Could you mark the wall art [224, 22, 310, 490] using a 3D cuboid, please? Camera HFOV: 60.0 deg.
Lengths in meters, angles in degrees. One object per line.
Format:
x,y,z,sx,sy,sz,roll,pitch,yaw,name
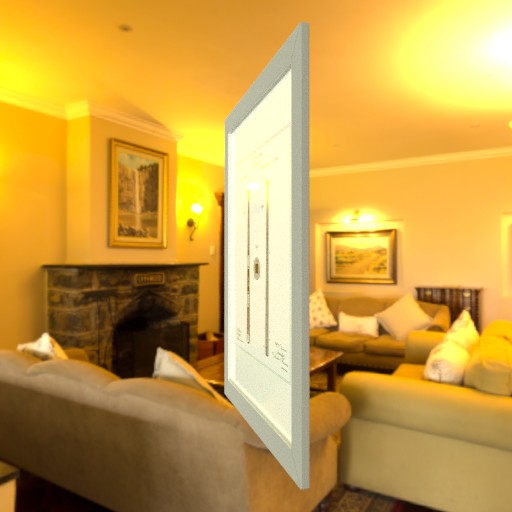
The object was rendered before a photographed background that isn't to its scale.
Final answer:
0.000,0.000,0.680,0.012,0.529,0.374,0,0,-17,wall art
